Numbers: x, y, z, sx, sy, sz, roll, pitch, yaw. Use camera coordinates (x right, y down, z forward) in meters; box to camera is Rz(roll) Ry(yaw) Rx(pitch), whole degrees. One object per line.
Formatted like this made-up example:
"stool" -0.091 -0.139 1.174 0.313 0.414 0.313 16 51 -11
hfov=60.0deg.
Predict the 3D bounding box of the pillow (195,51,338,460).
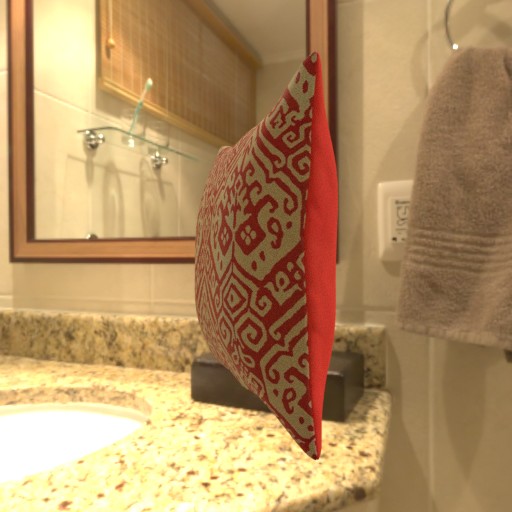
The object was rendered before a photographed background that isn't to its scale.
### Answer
"pillow" 0.000 0.000 0.794 0.192 0.507 0.522 0 1 -17
